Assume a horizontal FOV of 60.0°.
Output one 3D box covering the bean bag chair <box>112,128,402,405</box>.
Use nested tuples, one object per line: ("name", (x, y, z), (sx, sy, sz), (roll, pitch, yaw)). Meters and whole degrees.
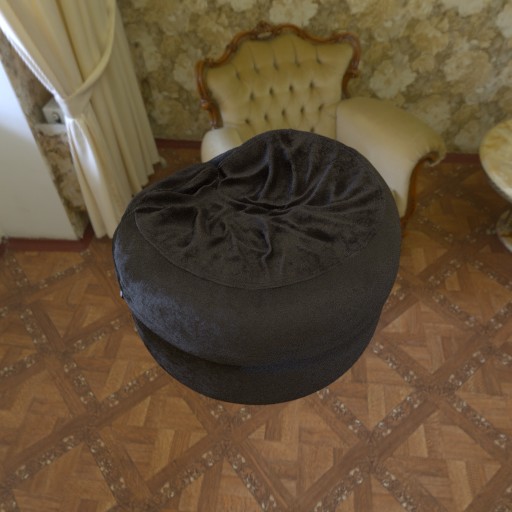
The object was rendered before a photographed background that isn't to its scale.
("bean bag chair", (0.000, 0.000, 1.531), (0.918, 0.605, 0.918), (0, 47, 0))
